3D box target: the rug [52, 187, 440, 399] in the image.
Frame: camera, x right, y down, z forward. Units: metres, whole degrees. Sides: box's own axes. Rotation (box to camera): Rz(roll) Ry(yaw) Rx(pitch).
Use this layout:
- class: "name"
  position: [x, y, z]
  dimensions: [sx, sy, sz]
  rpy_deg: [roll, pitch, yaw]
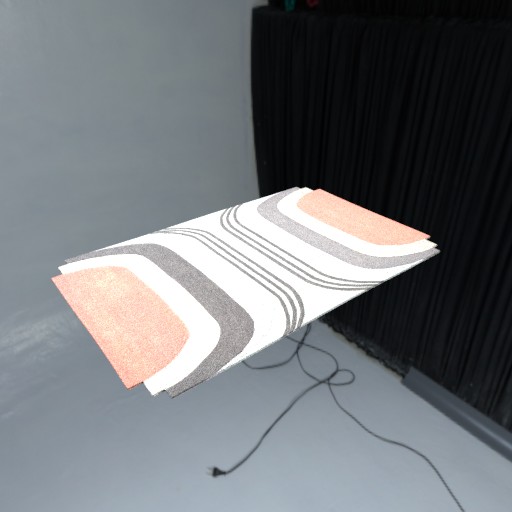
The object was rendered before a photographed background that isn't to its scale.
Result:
- class: "rug"
  position: [0.000, 0.000, 3.120]
  dimensions: [2.446, 0.017, 1.530]
  rpy_deg: [-22, 37, -32]
